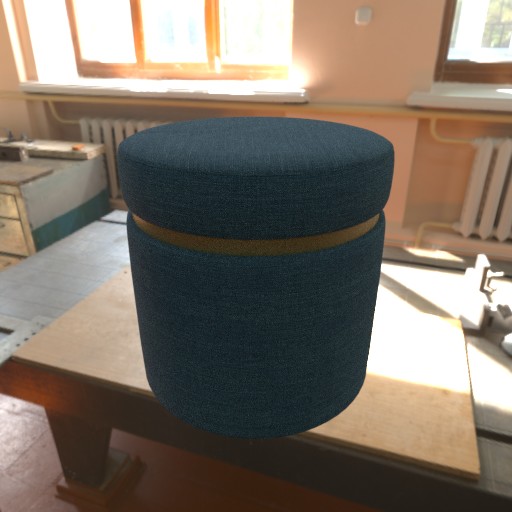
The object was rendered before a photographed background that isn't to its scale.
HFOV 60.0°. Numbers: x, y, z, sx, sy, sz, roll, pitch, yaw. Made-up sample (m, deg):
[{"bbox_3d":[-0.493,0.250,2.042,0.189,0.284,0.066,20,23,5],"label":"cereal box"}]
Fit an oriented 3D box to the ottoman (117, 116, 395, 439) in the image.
[{"bbox_3d":[0.000,0.000,0.728,0.398,0.406,0.398,0,25,0],"label":"ottoman"}]
